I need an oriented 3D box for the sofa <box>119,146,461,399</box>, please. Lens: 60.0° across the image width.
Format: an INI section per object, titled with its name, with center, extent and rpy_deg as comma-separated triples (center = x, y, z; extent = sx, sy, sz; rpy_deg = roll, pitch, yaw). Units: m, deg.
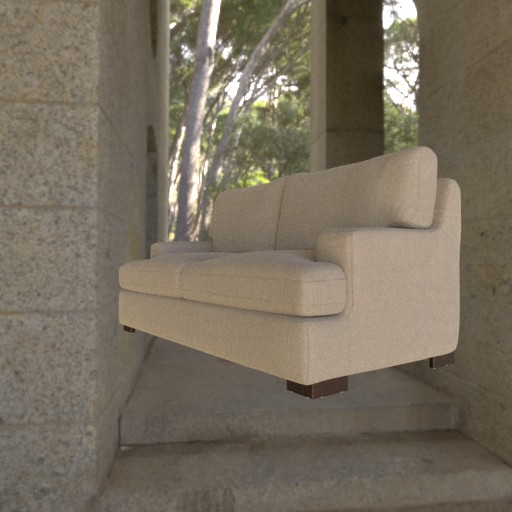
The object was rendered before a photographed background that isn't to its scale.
[sofa]
center = 0.000, 0.000, 2.450
extent = 0.962, 0.980, 1.855
rpy_deg = 0, -1, -36
